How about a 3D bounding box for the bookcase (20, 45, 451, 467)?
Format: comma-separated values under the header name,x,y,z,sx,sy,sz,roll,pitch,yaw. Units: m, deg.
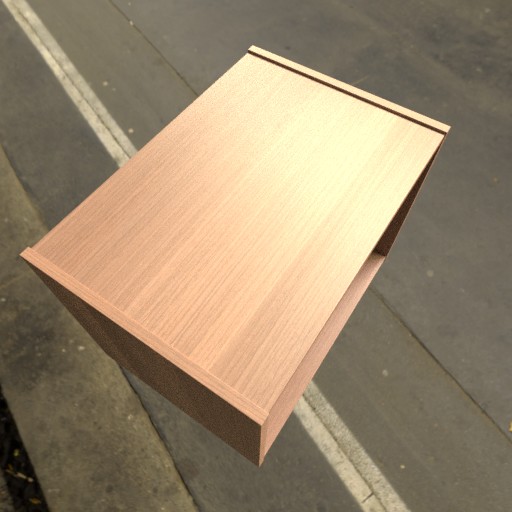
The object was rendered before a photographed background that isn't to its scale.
name,x,y,z,sx,sy,sz,roll,pitch,yaw
bookcase,0.000,0.000,0.620,0.290,0.305,0.415,30,63,17
